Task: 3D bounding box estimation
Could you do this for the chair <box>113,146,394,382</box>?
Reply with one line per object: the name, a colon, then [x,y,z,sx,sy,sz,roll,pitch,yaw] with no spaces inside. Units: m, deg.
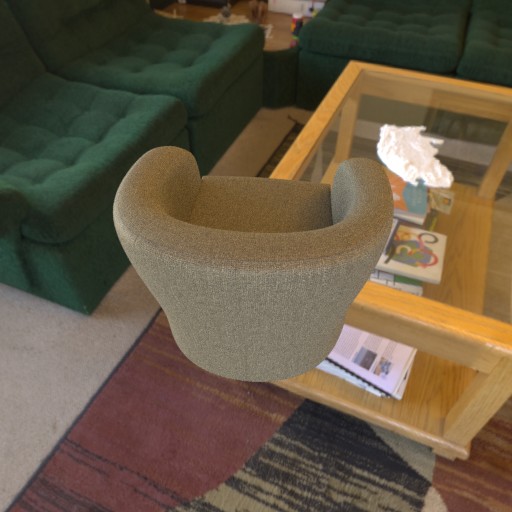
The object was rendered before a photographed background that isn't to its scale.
chair: [0.000,0.000,1.494,0.791,0.771,0.815,4,46,4]
